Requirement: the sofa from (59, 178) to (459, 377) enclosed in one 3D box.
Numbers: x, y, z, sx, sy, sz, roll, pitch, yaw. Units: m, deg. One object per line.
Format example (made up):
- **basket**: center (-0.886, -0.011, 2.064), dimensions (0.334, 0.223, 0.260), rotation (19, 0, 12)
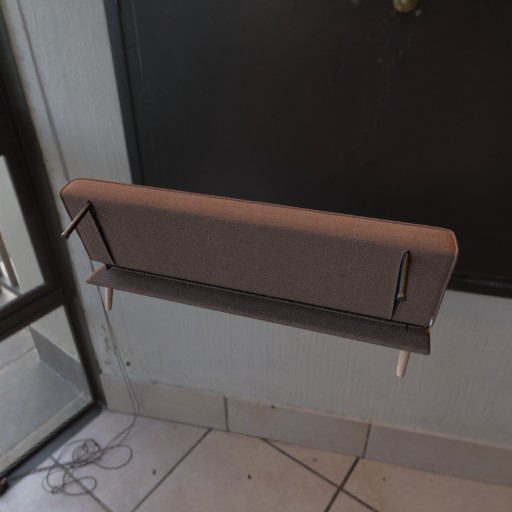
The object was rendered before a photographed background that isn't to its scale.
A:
- **sofa**: center (0.000, 0.000, 2.344), dimensions (1.820, 0.810, 1.038), rotation (10, 34, 15)
